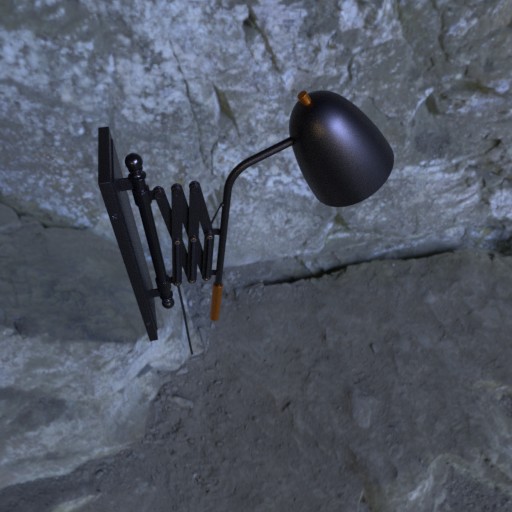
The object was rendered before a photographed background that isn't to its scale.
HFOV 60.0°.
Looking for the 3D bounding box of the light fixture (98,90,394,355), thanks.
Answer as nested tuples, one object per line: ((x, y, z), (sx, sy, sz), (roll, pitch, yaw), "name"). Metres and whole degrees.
((0.000, 0.000, 0.938), (0.499, 0.715, 0.162), (-10, 48, -9), "light fixture")
